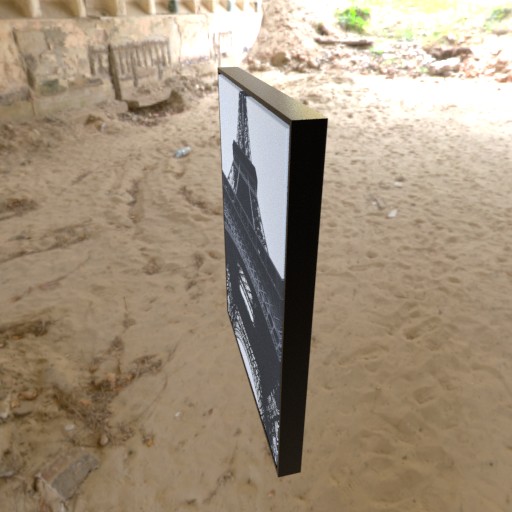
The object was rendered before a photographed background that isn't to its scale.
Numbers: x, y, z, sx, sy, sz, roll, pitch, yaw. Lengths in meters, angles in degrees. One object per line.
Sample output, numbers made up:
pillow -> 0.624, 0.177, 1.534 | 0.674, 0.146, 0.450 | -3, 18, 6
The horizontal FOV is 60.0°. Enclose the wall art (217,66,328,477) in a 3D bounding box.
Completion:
wall art -> 0.000, 0.000, 0.761 | 0.039, 0.553, 0.451 | -7, 30, -12
